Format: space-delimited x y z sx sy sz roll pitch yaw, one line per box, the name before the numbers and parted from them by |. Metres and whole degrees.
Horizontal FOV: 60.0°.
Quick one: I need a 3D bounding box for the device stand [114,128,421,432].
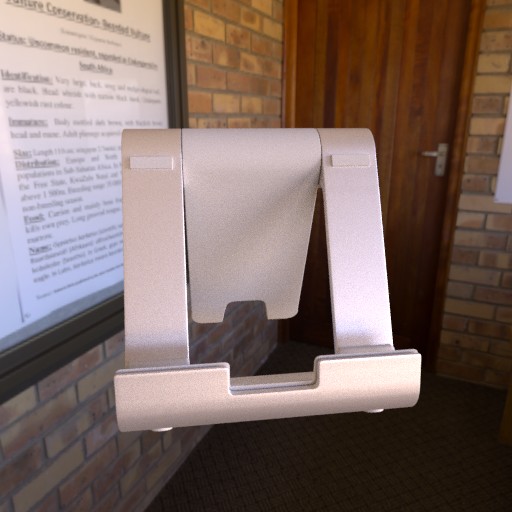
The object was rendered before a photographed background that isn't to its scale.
device stand | 0.000 0.000 0.152 0.086 0.084 0.079 -2 17 -7
